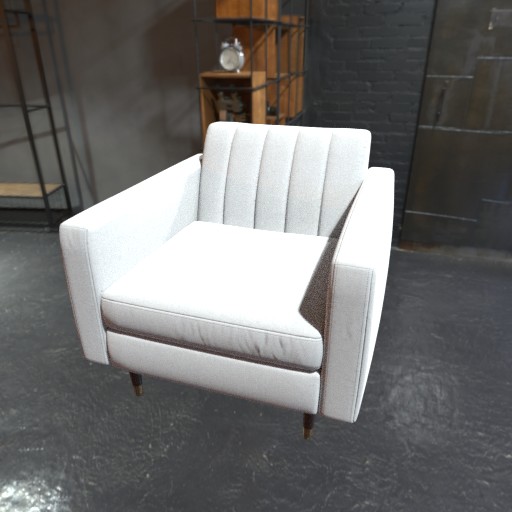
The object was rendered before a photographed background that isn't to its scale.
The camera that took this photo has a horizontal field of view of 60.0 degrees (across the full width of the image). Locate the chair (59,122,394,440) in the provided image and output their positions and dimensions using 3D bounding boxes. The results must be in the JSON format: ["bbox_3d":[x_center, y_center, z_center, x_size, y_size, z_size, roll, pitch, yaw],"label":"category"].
[{"bbox_3d":[0.000,0.000,1.666,0.953,0.819,0.998,8,27,16],"label":"chair"}]
